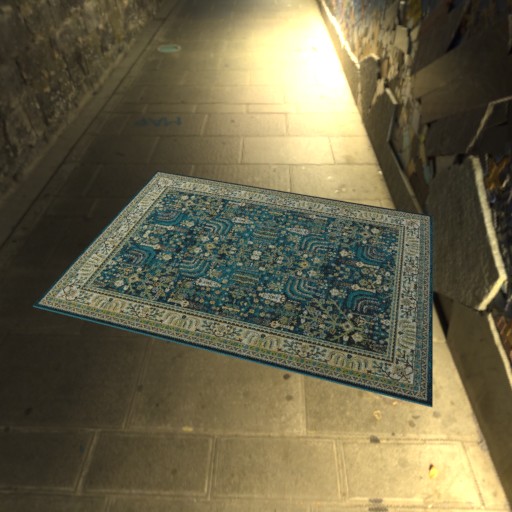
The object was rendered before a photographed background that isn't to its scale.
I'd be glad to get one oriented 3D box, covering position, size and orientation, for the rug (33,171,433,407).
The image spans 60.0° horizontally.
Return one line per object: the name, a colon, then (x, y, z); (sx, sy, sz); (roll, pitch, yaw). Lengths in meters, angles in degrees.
rug: (0.000, 0.000, 2.897); (2.213, 0.013, 1.594); (11, 42, 13)
